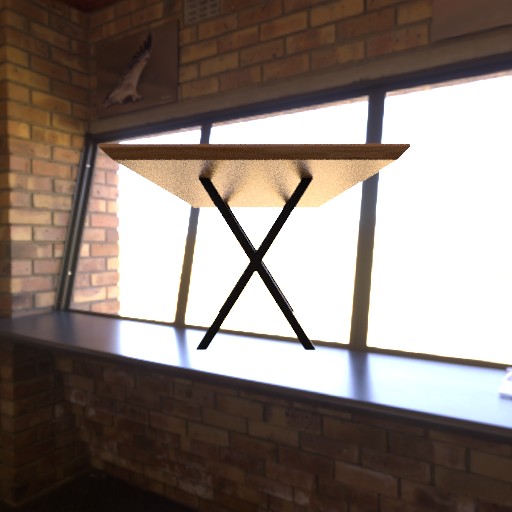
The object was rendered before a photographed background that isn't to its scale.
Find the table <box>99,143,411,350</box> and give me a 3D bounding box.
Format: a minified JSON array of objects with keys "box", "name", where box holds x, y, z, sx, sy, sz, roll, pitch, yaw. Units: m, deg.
[{"box":[0.000,0.000,2.427,1.000,0.770,2.000,0,1,0],"name":"table"}]
